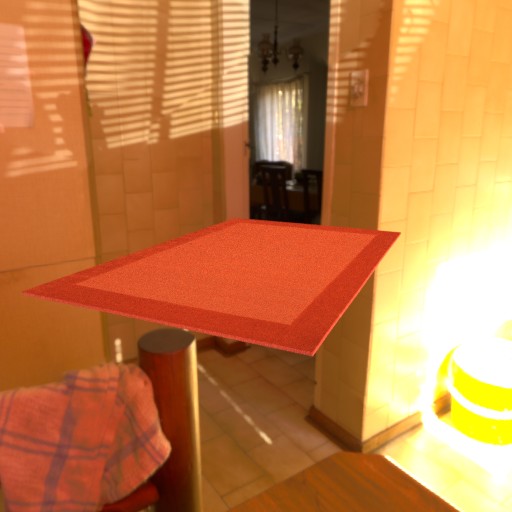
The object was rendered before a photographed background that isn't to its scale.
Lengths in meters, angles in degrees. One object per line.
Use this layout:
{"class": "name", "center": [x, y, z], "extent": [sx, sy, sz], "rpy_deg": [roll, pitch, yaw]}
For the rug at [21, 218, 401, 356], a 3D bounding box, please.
{"class": "rug", "center": [0.000, 0.000, 2.318], "extent": [1.219, 0.014, 1.829], "rpy_deg": [7, 17, 24]}
